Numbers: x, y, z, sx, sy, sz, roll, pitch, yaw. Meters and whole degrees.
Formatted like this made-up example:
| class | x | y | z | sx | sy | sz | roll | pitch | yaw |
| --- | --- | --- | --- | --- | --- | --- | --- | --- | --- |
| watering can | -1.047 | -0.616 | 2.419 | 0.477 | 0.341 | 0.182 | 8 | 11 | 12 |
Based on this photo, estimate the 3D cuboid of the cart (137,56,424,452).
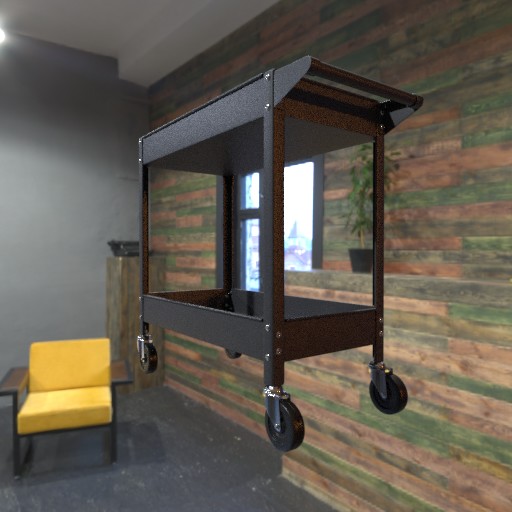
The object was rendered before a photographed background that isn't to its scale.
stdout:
| class | x | y | z | sx | sy | sz | roll | pitch | yaw |
| --- | --- | --- | --- | --- | --- | --- | --- | --- | --- |
| cart | 0.000 | 0.000 | 1.173 | 0.366 | 0.719 | 0.779 | -1 | 1 | -36 |
